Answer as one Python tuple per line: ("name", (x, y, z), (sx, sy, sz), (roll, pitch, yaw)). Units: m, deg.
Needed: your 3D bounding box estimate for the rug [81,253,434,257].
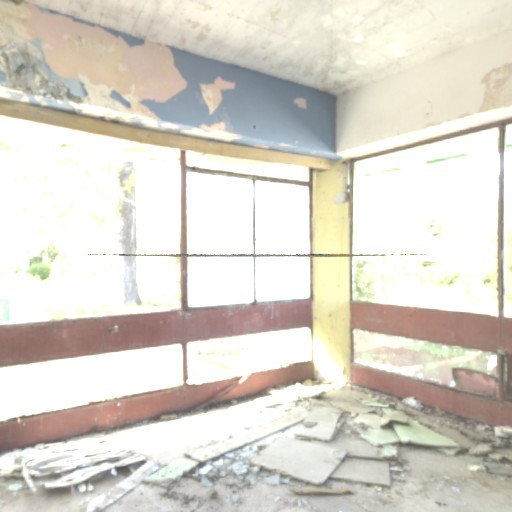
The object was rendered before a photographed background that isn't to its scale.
("rug", (0.000, 0.000, 3.003), (1.465, 0.012, 2.465), (0, 0, -1))
